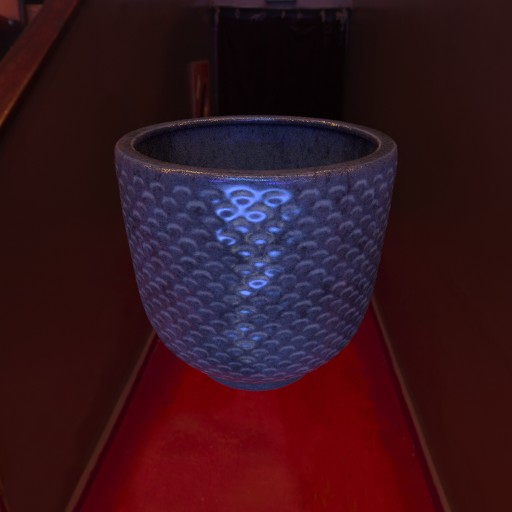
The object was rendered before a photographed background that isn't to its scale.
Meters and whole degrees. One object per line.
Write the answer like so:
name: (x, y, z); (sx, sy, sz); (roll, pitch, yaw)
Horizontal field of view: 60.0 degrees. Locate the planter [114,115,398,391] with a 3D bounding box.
planter: (0.000, 0.000, 0.358); (0.197, 0.191, 0.197); (0, 26, 0)
